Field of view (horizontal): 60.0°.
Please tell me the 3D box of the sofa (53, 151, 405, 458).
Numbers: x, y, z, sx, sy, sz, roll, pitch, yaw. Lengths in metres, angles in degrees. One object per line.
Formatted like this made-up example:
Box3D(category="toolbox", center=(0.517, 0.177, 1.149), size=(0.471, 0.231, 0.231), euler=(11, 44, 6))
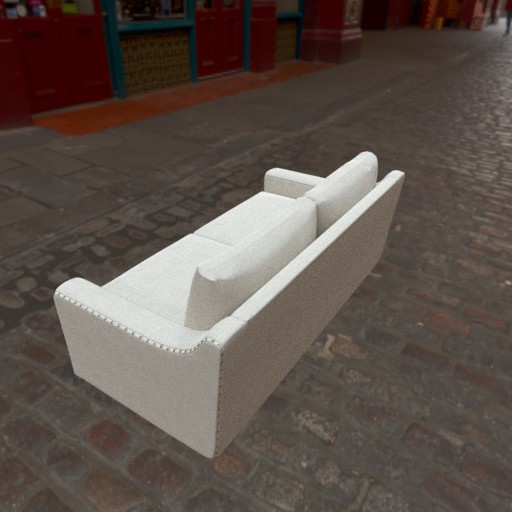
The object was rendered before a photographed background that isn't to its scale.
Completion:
Box3D(category="sofa", center=(0.000, 0.000, 2.755), size=(1.104, 0.983, 2.107), euler=(19, 36, 28))
